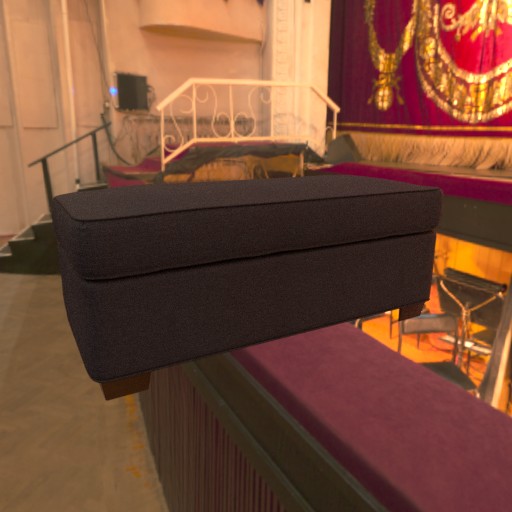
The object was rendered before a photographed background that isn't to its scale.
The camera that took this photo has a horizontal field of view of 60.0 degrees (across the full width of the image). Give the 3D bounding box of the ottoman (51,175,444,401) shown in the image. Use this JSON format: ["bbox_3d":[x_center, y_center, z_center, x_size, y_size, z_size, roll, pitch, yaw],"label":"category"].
[{"bbox_3d":[0.000,0.000,1.390,1.110,0.460,0.515,-8,17,-28],"label":"ottoman"}]
